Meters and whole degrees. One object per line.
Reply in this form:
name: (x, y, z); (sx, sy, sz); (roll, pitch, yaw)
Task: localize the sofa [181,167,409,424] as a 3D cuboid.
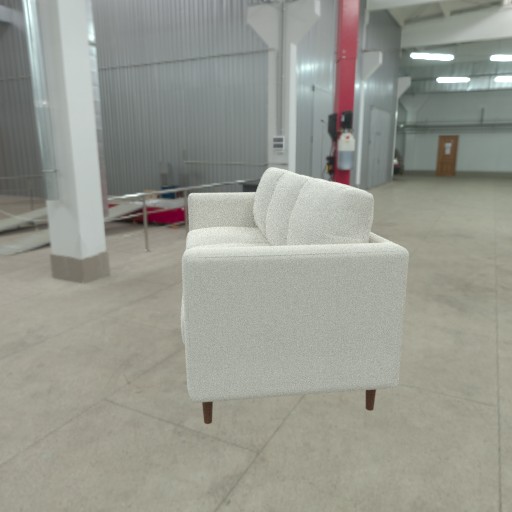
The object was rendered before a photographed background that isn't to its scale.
sofa: (0.000, 0.000, 2.495); (0.802, 0.912, 2.029); (-2, 14, -8)
